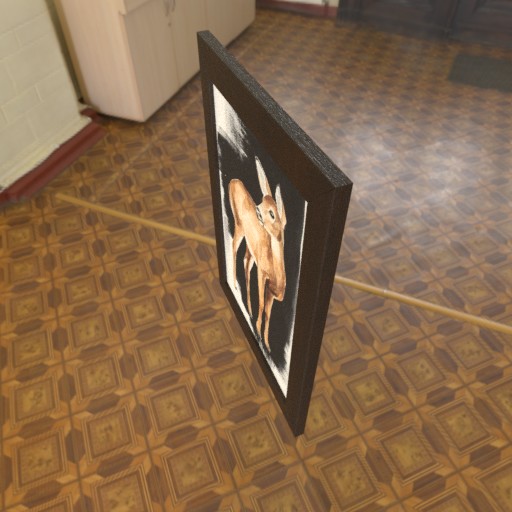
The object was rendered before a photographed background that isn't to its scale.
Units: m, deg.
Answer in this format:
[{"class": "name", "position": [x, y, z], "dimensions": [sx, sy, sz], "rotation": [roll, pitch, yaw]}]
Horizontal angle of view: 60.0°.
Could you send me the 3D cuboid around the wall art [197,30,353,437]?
[{"class": "wall art", "position": [0.000, 0.000, 0.656], "dimensions": [0.017, 0.513, 0.359], "rotation": [-17, 49, -16]}]
